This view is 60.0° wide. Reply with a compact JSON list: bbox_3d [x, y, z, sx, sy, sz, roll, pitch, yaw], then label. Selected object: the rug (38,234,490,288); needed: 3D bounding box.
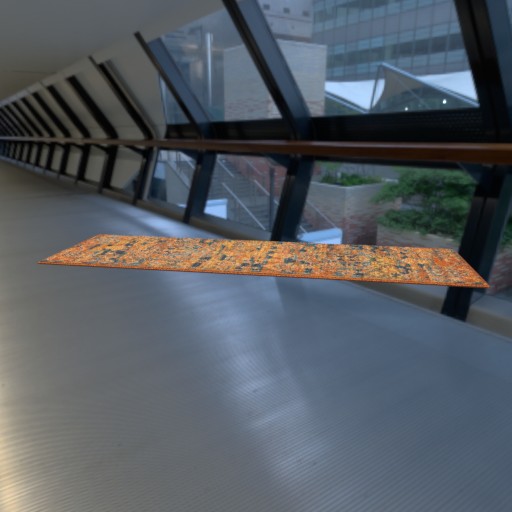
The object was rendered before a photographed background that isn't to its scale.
[{"bbox_3d":[0.000,0.000,2.502,2.274,0.016,0.651,3,16,9],"label":"rug"}]
